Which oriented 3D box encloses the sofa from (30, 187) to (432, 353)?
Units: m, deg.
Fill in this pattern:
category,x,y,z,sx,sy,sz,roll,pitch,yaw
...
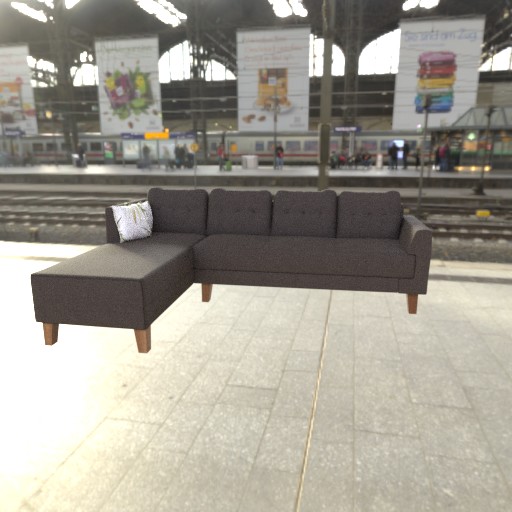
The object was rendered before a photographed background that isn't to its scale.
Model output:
category,x,y,z,sx,sy,sz,roll,pitch,yaw
sofa,0.000,0.000,3.503,2.679,0.932,1.829,2,13,9
